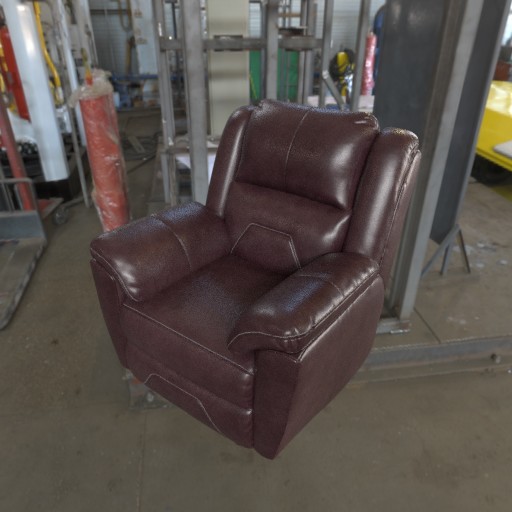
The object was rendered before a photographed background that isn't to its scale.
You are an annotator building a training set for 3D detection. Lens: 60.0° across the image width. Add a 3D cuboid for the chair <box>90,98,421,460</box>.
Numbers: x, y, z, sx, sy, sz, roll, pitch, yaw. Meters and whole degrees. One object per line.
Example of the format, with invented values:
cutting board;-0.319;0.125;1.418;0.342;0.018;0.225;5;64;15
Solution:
chair;0.000;0.000;1.857;0.990;1.093;1.041;20;36;31
